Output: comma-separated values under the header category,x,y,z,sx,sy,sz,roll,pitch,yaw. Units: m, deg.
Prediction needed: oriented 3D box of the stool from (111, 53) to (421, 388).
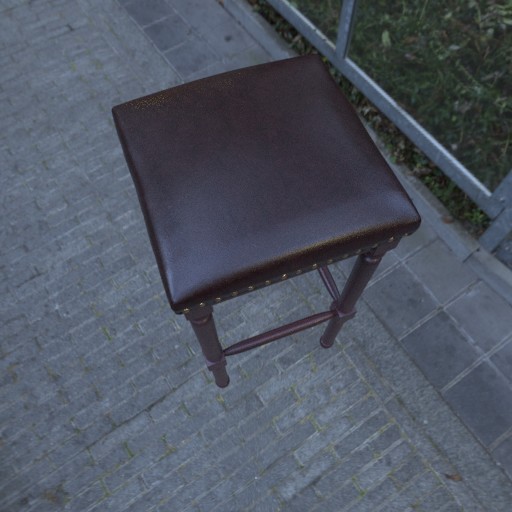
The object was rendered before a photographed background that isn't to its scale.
category,x,y,z,sx,sy,sz,roll,pitch,yaw
stool,0.000,0.000,0.988,0.383,0.768,0.382,-18,65,-9
